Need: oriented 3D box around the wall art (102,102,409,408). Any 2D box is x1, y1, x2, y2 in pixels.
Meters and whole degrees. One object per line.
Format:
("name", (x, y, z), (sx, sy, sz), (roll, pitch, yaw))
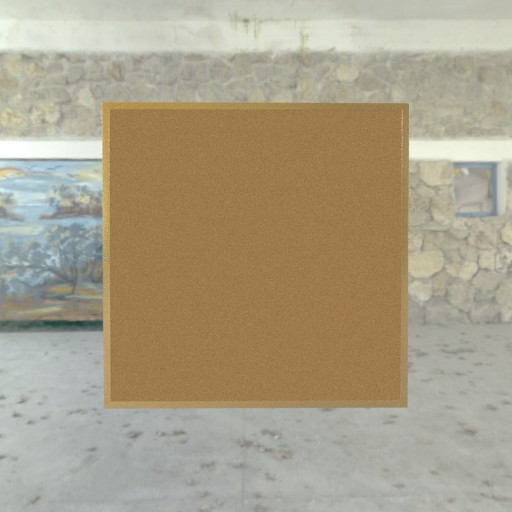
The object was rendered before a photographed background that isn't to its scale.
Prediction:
("wall art", (0.000, 0.000, 0.758), (0.509, 0.509, 0.040), (0, 1, -1))
